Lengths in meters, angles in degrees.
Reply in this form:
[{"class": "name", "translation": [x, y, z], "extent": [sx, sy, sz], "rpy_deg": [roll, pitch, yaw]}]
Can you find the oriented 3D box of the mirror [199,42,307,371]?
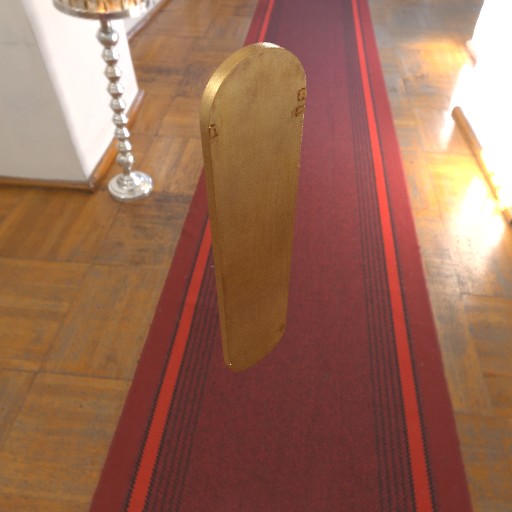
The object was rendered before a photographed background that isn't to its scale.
[{"class": "mirror", "translation": [0.000, 0.000, 1.080], "extent": [0.222, 0.991, 0.032], "rpy_deg": [-31, 54, -25]}]
